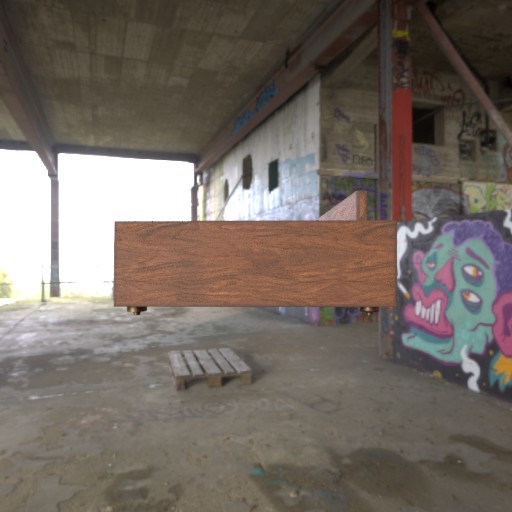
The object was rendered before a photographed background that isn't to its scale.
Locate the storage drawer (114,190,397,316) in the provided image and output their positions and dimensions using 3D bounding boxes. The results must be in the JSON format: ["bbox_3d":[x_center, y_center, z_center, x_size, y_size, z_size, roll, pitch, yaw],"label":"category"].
[{"bbox_3d":[0.000,0.000,2.132,0.774,0.339,1.914,0,0,1],"label":"storage drawer"}]
